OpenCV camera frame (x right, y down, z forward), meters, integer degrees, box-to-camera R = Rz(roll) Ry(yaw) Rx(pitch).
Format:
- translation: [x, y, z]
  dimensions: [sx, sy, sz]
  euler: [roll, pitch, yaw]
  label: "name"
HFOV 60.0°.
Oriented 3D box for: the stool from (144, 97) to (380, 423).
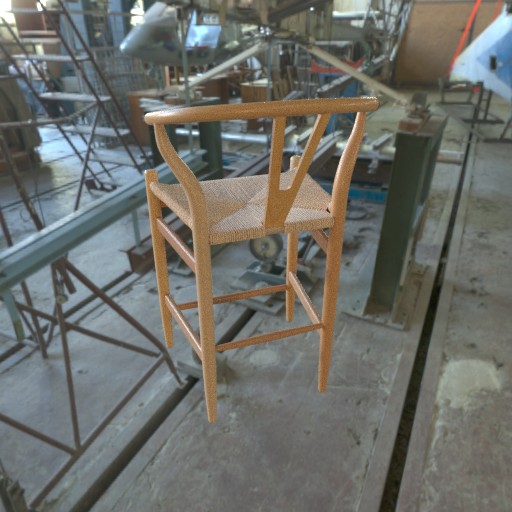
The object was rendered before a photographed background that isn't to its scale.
- translation: [0.000, 0.000, 1.274]
  dimensions: [0.536, 0.923, 0.575]
  euler: [-9, 28, -18]
  label: "stool"
